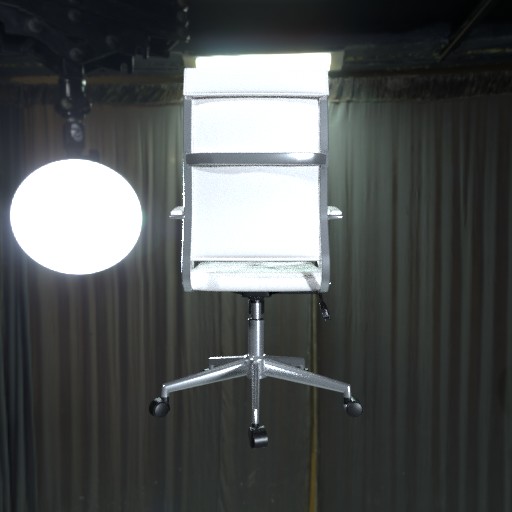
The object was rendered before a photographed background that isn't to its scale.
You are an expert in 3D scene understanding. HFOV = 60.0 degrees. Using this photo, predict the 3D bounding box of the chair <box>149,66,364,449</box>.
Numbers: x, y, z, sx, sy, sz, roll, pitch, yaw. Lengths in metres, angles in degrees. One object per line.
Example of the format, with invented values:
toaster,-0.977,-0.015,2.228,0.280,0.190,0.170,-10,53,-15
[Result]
chair,0.000,0.000,1.663,0.766,1.149,0.739,0,1,0
